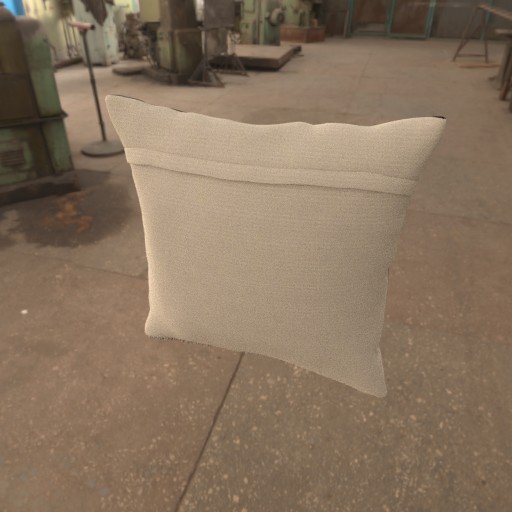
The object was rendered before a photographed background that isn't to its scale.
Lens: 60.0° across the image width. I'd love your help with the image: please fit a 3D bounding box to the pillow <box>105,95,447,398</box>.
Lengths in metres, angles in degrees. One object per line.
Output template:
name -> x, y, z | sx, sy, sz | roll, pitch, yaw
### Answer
pillow -> 0.000, 0.000, 0.706 | 0.475, 0.473, 0.178 | 10, 34, 16
